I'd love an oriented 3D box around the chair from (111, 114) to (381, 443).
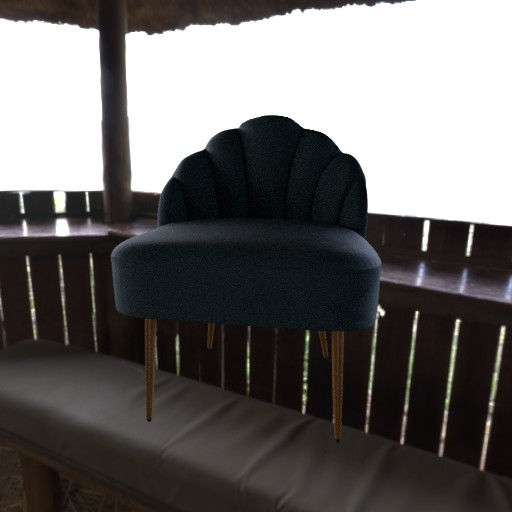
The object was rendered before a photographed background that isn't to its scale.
[{"bbox_3d":[0.000,0.000,1.276,0.657,0.819,0.599,2,14,10],"label":"chair"}]
